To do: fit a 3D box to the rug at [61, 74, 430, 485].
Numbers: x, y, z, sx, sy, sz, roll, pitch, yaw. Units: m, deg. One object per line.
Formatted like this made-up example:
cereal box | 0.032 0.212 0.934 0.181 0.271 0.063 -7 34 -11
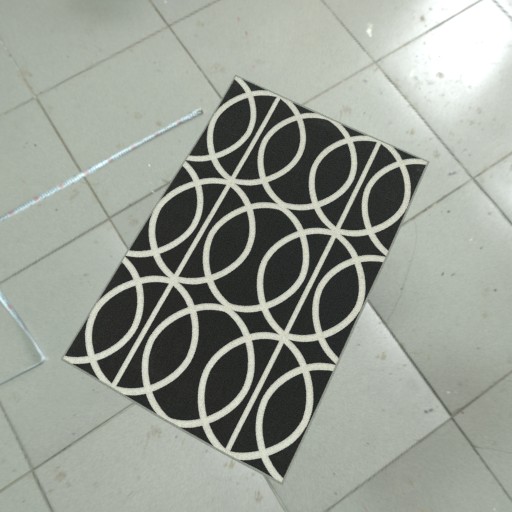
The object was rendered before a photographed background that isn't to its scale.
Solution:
rug | 0.000 0.000 2.876 1.526 0.014 2.290 26 77 7
